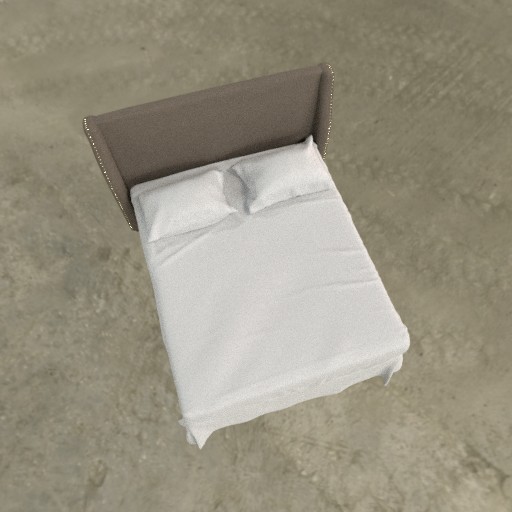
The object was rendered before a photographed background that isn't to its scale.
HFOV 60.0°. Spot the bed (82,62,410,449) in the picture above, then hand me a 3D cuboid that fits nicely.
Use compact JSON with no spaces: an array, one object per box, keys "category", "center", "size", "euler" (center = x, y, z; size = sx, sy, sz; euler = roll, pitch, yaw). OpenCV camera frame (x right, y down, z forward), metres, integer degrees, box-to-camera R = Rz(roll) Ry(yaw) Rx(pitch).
[{"category":"bed","center":[0.000,0.000,3.398],"size":[1.925,1.332,2.276],"euler":[-16,65,-8]}]
